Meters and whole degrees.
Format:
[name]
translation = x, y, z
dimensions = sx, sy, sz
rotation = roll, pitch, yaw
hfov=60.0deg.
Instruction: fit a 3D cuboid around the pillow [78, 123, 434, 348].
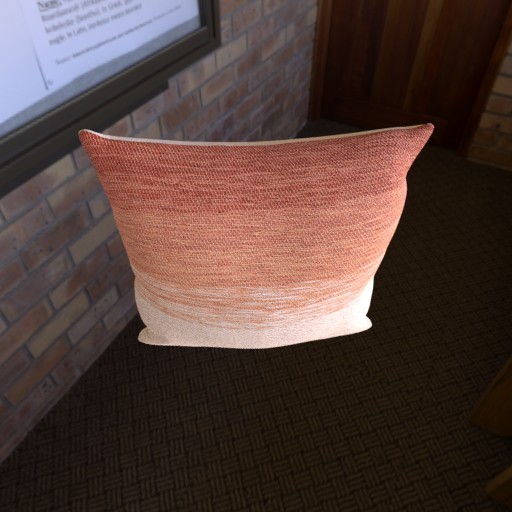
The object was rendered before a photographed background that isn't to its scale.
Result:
[pillow]
translation = 0.000, 0.000, 0.681
dimensions = 0.440, 0.441, 0.182
rotation = -3, 45, -3
